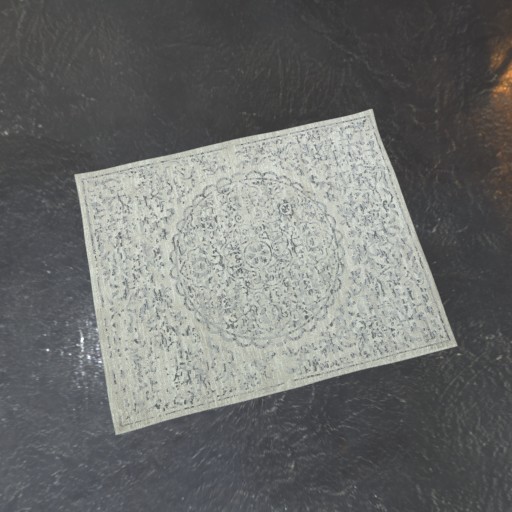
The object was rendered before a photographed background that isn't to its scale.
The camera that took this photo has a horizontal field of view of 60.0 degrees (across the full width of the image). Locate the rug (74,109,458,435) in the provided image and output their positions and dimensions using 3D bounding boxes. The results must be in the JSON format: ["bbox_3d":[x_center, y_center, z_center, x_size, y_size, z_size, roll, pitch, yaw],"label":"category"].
[{"bbox_3d":[0.000,0.000,3.932,2.925,0.026,2.343,-13,75,-4],"label":"rug"}]
